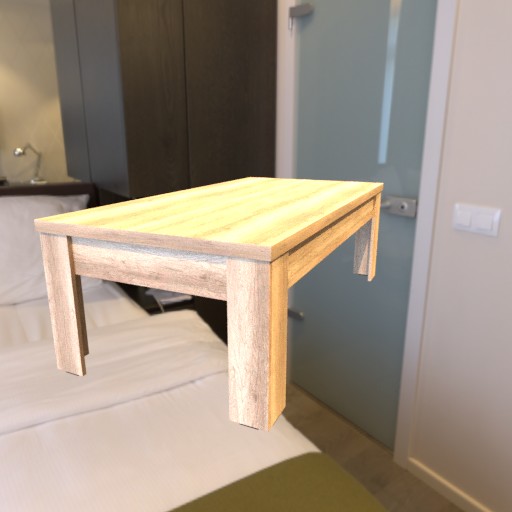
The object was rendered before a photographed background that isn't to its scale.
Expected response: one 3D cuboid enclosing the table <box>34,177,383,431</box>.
[{"bbox_3d":[0.000,0.000,1.710,0.700,0.460,1.350,7,17,24],"label":"table"}]
